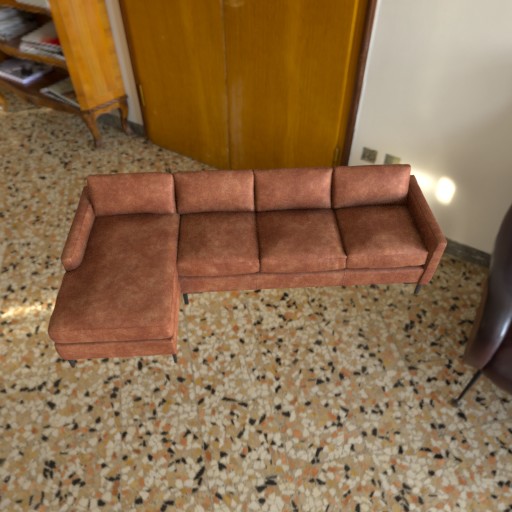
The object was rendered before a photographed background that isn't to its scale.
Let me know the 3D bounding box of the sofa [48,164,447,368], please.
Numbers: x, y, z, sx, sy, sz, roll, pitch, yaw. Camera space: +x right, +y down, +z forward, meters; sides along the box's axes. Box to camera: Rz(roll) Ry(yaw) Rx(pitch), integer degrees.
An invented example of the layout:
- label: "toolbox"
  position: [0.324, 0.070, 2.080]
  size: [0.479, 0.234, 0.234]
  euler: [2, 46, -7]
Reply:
- label: "sofa"
  position: [0.000, 0.000, 3.631]
  size: [2.993, 0.859, 1.471]
  euler: [-2, 46, -2]
